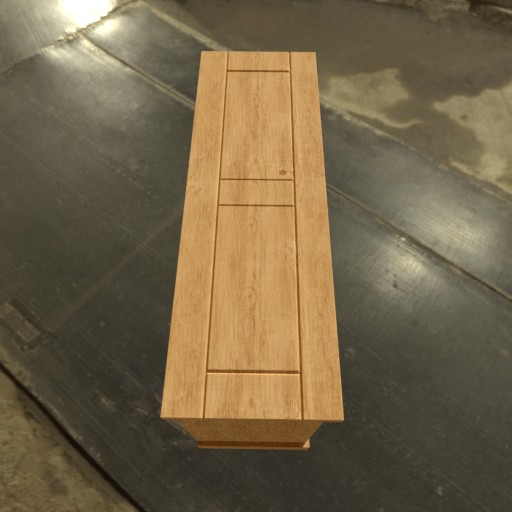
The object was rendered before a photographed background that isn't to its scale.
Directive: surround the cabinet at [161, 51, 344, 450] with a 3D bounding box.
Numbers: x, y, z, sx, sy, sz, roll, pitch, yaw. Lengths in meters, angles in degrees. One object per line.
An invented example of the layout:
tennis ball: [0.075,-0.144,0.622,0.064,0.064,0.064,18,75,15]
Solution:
cabinet: [0.000,0.000,1.716,0.432,0.810,1.321,1,61,0]
